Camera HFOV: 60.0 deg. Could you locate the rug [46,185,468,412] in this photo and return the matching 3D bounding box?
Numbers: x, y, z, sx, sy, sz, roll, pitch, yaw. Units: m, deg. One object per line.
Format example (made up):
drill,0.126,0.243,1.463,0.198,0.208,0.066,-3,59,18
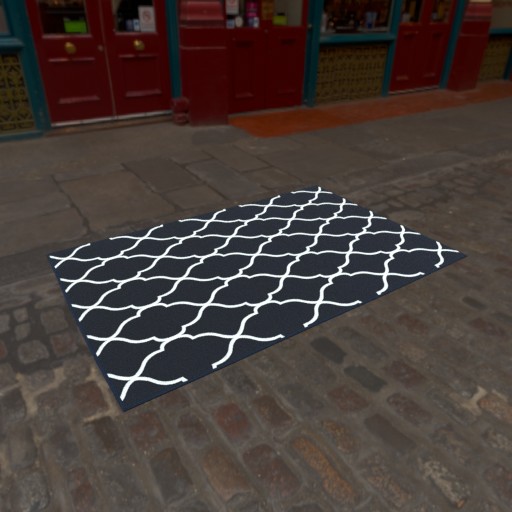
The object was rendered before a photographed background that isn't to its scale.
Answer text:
rug,0.000,0.000,2.867,2.294,0.014,1.528,-18,34,-29
